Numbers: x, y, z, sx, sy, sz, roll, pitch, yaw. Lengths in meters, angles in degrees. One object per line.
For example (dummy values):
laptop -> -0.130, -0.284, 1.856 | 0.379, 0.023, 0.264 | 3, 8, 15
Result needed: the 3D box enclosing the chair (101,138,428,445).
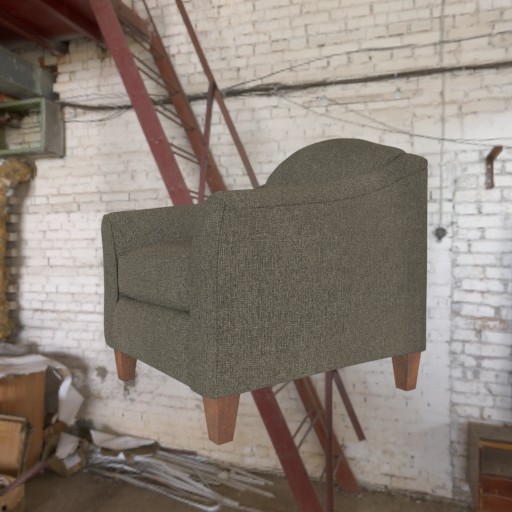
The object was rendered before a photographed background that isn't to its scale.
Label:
chair -> 0.000, 0.000, 1.439 | 0.787, 0.839, 0.763 | -1, 1, -37
